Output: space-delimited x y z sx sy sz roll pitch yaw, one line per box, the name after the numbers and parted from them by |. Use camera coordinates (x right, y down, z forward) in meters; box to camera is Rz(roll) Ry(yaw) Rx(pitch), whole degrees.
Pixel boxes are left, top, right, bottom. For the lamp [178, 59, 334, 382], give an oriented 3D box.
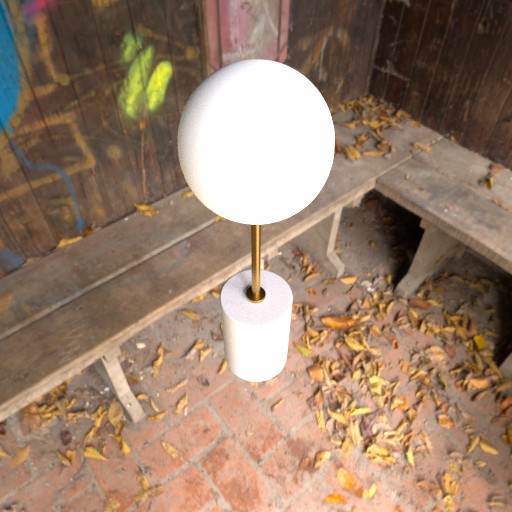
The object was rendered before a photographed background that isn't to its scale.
0.000 0.000 0.558 0.153 0.480 0.153 0 48 0 | lamp
